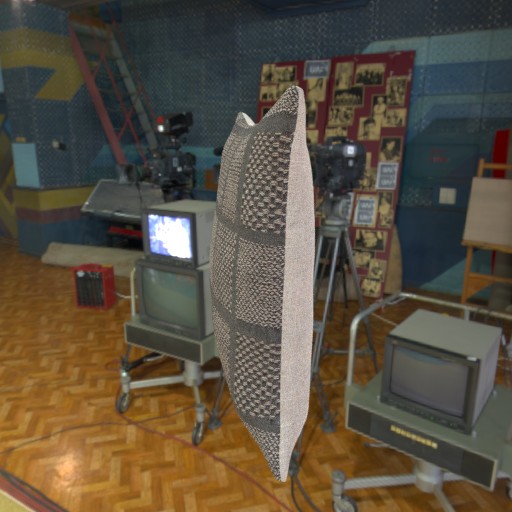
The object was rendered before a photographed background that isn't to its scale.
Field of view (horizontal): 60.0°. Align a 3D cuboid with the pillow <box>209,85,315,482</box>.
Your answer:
[{"bbox_3d":[0.000,0.000,0.660,0.138,0.432,0.435,-2,15,-8],"label":"pillow"}]
